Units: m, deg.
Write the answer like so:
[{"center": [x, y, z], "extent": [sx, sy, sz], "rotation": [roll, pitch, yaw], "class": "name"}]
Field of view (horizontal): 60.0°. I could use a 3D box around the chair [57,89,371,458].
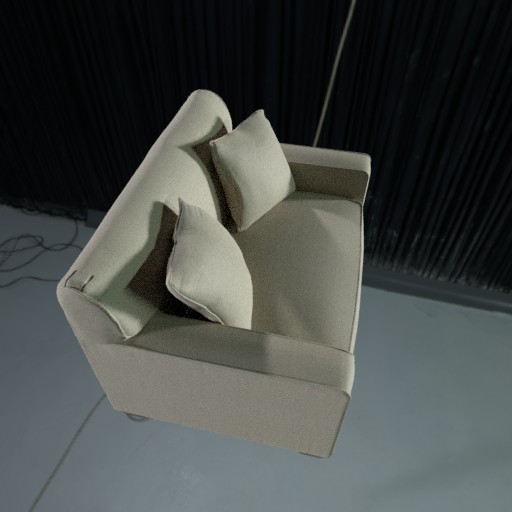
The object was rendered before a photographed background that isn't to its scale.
[{"center": [0.000, 0.000, 2.041], "extent": [1.000, 0.948, 1.383], "rotation": [9, 47, 9], "class": "chair"}]
